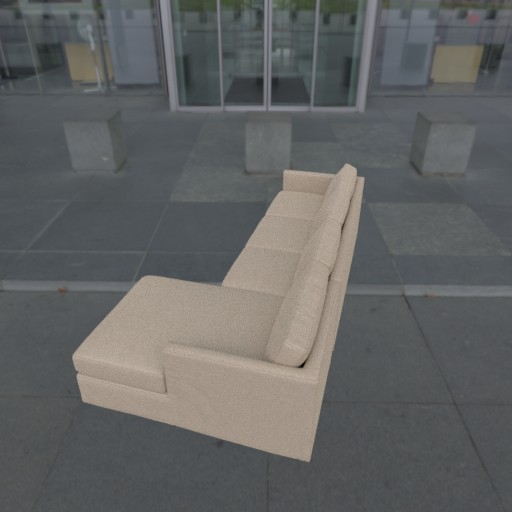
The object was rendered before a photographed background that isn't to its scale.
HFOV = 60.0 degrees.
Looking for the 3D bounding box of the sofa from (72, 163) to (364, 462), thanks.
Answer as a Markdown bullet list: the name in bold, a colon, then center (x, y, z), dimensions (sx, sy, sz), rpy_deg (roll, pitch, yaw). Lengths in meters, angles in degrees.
- **sofa**: center (0.000, 0.000, 3.983), dimensions (1.622, 0.867, 3.177), rpy_deg (9, 32, 14)
